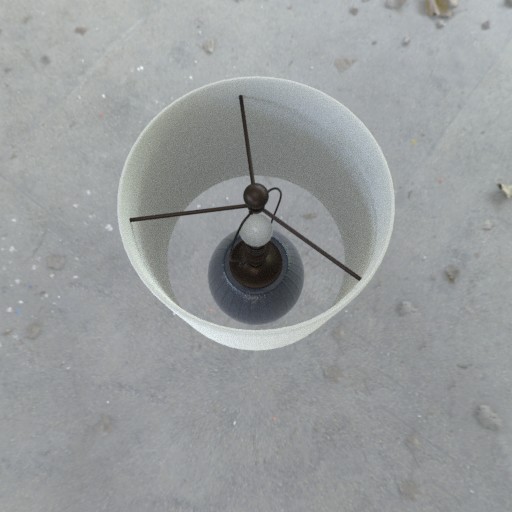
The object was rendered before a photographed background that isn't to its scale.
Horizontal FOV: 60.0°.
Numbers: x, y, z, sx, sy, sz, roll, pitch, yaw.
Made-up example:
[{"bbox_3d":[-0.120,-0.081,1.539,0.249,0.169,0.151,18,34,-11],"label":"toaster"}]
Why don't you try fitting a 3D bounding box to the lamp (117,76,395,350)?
[{"bbox_3d":[0.000,0.000,0.785,0.329,0.570,0.329,36,78,9],"label":"lamp"}]
